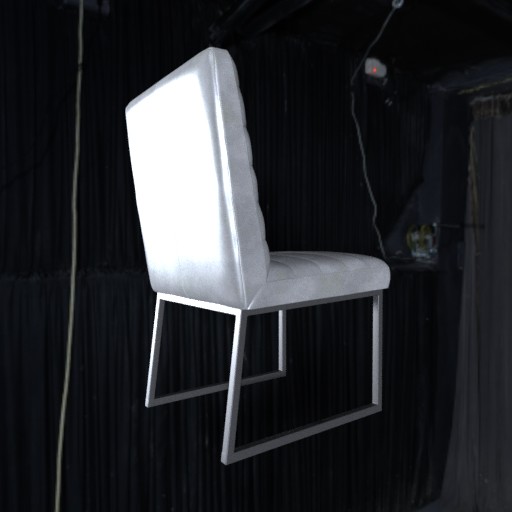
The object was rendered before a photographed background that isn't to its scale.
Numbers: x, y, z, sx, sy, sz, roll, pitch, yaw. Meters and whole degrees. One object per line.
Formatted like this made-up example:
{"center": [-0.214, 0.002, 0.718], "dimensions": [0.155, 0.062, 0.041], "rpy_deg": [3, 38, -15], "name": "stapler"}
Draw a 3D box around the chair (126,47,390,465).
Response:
{"center": [0.000, 0.000, 1.328], "dimensions": [0.634, 0.930, 0.520], "rpy_deg": [-1, 2, -37], "name": "chair"}
